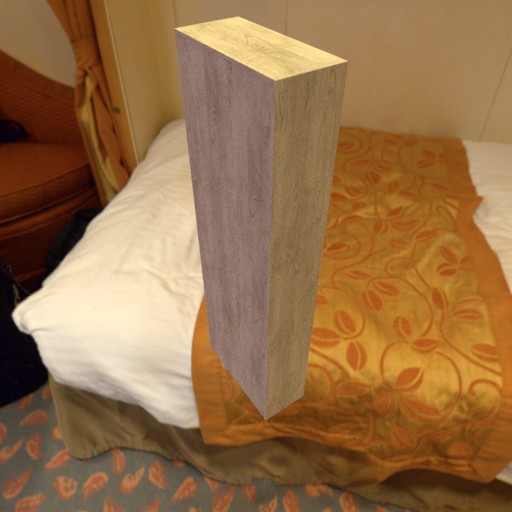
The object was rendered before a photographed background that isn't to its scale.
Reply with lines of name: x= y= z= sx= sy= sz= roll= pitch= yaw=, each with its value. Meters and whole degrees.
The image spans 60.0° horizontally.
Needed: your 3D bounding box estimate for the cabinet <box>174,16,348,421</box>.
cabinet: x=0.000 y=0.000 z=1.803 sx=0.250 sy=1.630 sz=0.520 roll=-25 pitch=48 yaw=-25
